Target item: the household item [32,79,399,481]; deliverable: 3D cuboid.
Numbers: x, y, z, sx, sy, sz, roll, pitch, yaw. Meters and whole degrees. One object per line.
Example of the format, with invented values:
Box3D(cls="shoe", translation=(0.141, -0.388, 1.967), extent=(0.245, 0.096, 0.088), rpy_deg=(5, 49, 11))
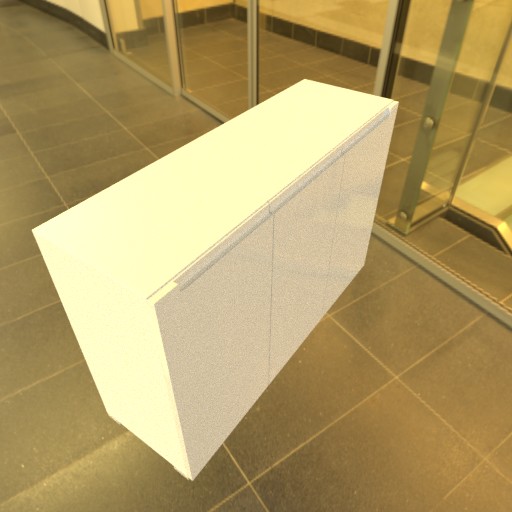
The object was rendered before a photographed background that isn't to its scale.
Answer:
Box3D(cls="household item", translation=(0.000, 0.000, 1.675), extent=(0.420, 0.867, 1.300), rpy_deg=(25, 47, 26))
